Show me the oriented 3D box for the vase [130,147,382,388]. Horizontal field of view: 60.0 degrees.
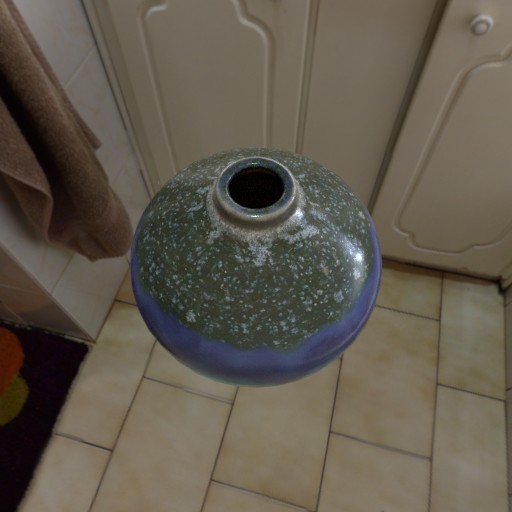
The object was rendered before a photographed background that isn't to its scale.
[{"bbox_3d":[0.000,0.000,0.273,0.154,0.133,0.154,0,59,0],"label":"vase"}]
